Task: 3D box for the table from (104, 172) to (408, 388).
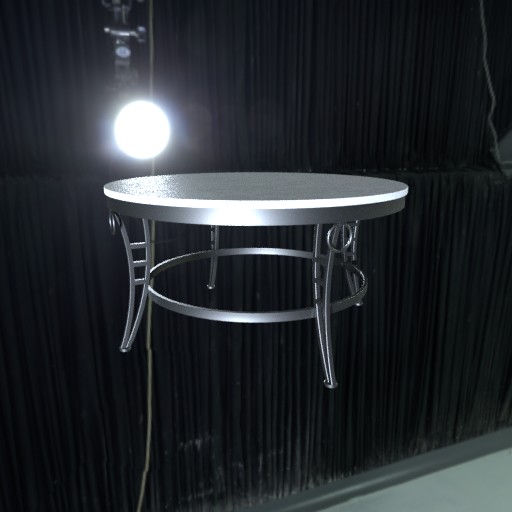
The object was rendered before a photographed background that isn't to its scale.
[{"bbox_3d":[0.000,0.000,1.423,0.889,0.470,0.889,0,14,0],"label":"table"}]
